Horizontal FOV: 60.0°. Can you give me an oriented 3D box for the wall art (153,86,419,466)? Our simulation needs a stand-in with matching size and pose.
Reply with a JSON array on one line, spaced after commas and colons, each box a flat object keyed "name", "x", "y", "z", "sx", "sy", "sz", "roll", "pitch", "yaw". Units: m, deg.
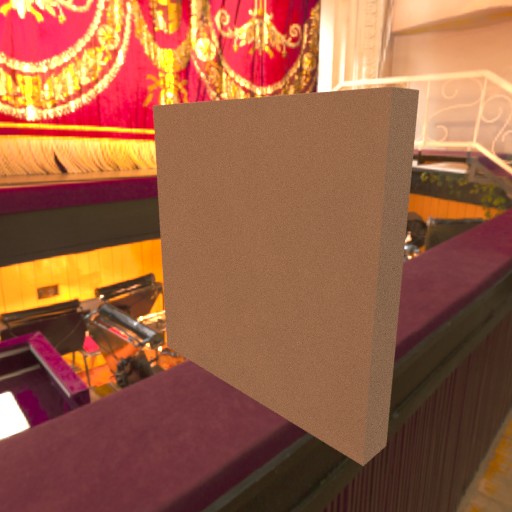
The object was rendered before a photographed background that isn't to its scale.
[{"name": "wall art", "x": 0.000, "y": 0.000, "z": 0.457, "sx": 0.038, "sy": 0.305, "sz": 0.305, "roll": -14, "pitch": 21, "yaw": -42}]
